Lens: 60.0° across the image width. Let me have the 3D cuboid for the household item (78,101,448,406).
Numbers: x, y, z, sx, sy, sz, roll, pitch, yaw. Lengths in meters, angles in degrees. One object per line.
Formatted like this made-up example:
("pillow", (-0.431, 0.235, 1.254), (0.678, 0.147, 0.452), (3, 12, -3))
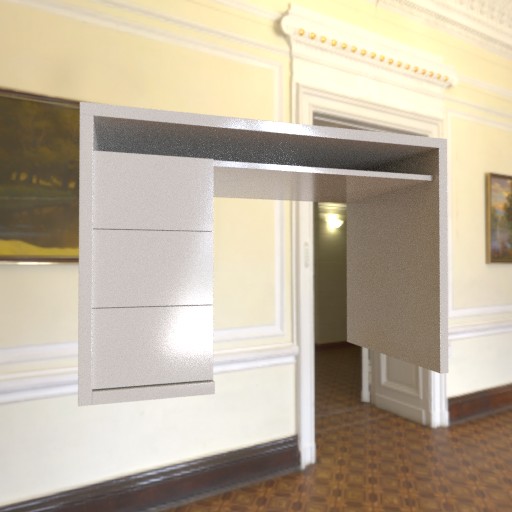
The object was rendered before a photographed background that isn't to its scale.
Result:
("household item", (0.000, 0.000, 1.537), (1.100, 0.749, 0.597), (0, -1, -17))
